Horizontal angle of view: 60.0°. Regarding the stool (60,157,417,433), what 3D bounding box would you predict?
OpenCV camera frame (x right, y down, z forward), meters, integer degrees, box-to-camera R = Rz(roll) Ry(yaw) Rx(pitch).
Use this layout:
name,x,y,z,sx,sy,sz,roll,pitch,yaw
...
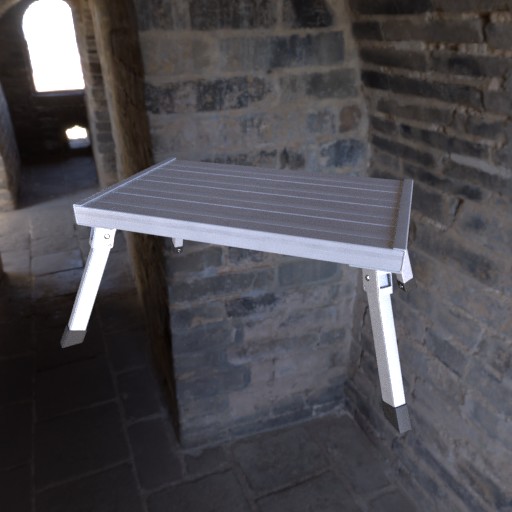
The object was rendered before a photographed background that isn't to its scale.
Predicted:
name,x,y,z,sx,sy,sz,roll,pitch,yaw
stool,0.000,0.000,0.732,0.535,0.225,0.385,9,28,17
